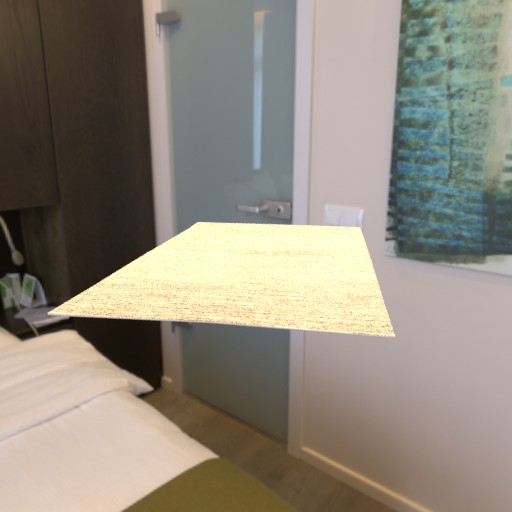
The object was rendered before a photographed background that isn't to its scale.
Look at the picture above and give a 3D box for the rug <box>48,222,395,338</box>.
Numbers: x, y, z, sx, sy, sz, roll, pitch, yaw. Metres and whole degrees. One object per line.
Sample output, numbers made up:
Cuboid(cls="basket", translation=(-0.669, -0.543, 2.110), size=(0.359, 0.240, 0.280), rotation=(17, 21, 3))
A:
Cuboid(cls="rug", translation=(0.000, 0.000, 2.263), size=(1.149, 0.021, 1.773), rotation=(2, 15, 9))
